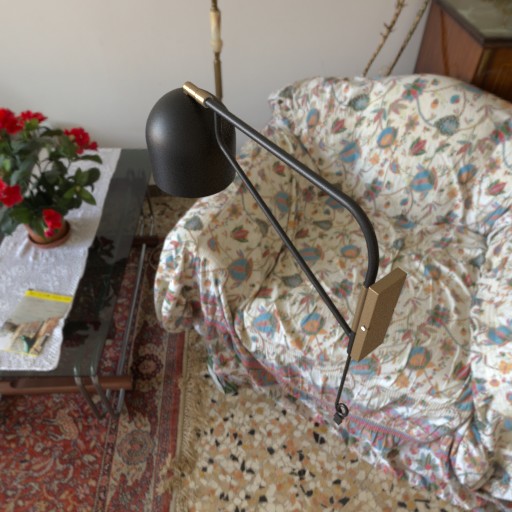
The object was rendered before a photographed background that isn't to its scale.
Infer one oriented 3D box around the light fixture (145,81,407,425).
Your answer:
[{"bbox_3d":[0.000,0.000,1.076,0.215,0.696,0.720,-29,52,-26],"label":"light fixture"}]
